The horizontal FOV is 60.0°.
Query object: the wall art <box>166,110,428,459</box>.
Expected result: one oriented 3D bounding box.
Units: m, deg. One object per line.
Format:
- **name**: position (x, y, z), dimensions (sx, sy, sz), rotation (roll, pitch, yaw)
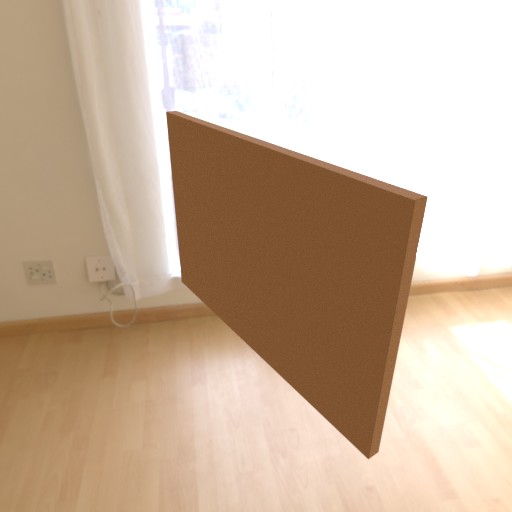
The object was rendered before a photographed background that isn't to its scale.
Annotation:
- **wall art**: position (0.000, 0.000, 1.175), dimensions (0.033, 0.608, 0.915), rotation (-18, 33, -30)
